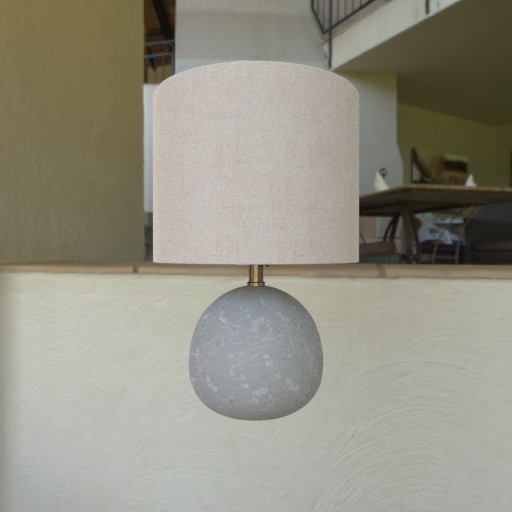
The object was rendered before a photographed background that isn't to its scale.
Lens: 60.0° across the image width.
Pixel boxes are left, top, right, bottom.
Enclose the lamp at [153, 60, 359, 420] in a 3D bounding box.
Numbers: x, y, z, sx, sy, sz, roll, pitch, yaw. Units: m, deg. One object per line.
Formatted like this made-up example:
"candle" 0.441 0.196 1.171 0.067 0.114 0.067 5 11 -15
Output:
"lamp" 0.000 0.000 0.595 0.269 0.409 0.269 0 1 18
